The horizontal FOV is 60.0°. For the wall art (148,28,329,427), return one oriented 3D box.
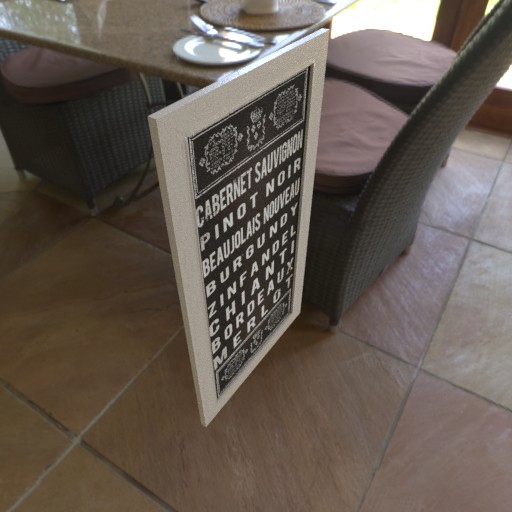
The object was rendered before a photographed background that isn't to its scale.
[{"bbox_3d":[0.000,0.000,0.812,0.013,0.683,0.380,26,49,25],"label":"wall art"}]
